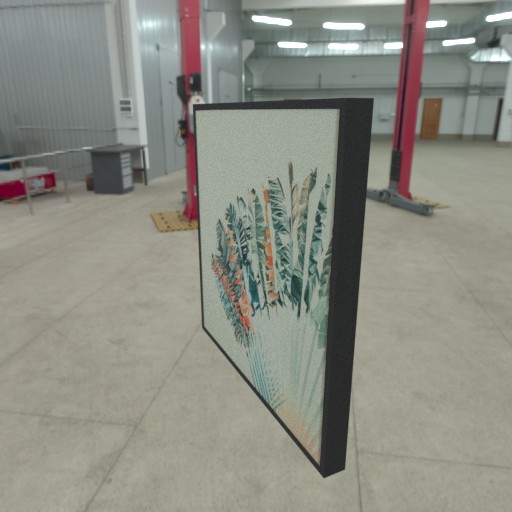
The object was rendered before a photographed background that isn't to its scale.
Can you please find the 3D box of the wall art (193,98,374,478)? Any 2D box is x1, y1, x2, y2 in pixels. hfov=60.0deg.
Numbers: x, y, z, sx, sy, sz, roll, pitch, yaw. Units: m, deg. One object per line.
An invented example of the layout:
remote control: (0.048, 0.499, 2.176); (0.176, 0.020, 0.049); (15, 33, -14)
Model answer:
wall art: (0.000, 0.000, 0.772); (0.037, 0.507, 0.509); (-9, 20, -25)
